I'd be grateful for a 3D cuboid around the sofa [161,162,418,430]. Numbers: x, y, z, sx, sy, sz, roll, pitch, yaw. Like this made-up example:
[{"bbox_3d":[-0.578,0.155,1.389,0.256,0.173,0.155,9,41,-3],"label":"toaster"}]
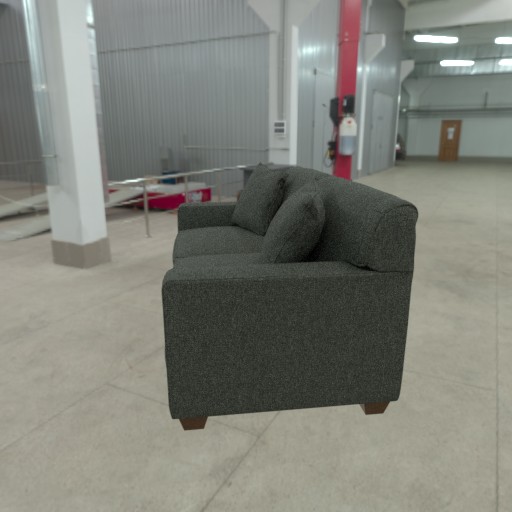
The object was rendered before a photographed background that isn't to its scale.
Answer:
[{"bbox_3d":[0.000,0.000,2.542,0.998,0.958,1.846,-2,16,-7],"label":"sofa"}]
